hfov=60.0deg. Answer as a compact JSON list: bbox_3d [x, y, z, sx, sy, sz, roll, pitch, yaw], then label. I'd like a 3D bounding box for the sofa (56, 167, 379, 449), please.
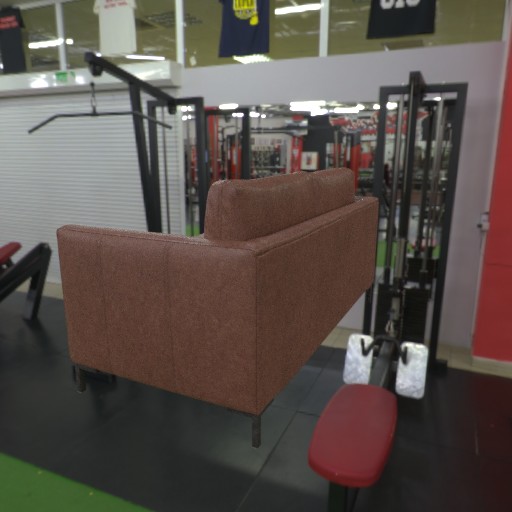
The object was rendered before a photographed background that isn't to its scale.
[{"bbox_3d":[0.000,0.000,2.308,0.899,0.883,1.797,6,14,25],"label":"sofa"}]
